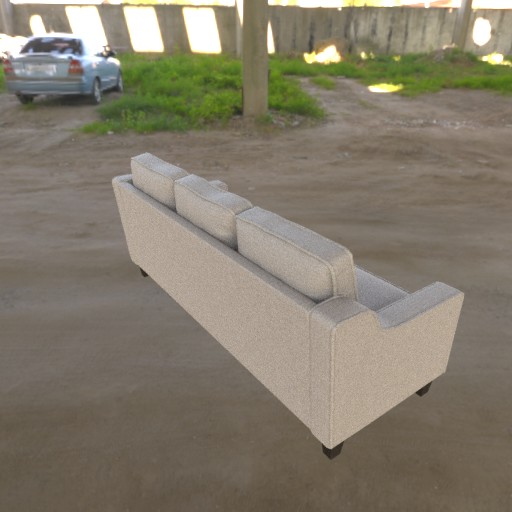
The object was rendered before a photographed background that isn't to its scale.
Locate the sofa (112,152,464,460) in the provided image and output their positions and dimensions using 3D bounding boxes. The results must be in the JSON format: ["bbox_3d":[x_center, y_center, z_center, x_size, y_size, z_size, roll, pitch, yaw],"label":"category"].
[{"bbox_3d":[0.000,0.000,2.625,0.899,0.950,2.129,-18,32,-32],"label":"sofa"}]
